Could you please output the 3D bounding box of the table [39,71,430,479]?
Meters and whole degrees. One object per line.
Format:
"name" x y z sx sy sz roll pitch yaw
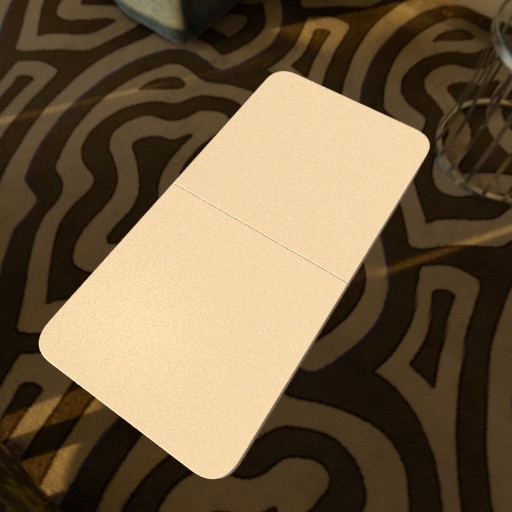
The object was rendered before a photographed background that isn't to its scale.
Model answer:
"table" 0.000 0.000 1.428 0.600 0.340 1.200 31 68 14
